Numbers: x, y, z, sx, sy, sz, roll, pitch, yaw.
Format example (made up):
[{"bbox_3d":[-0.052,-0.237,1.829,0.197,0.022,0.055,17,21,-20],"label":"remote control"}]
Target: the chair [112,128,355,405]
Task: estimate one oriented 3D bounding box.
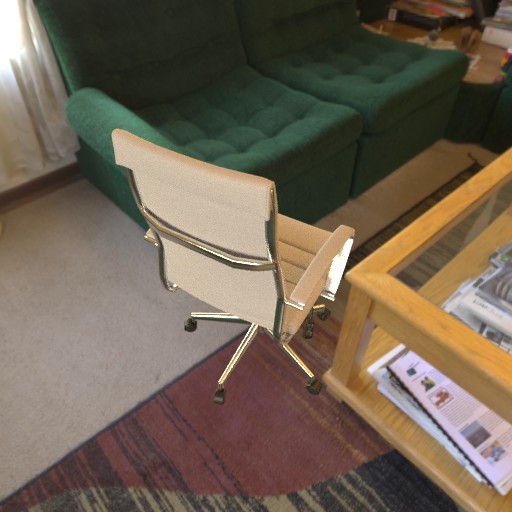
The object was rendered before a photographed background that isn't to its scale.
[{"bbox_3d":[0.000,0.000,1.564,0.679,1.149,0.667,23,49,21],"label":"chair"}]
